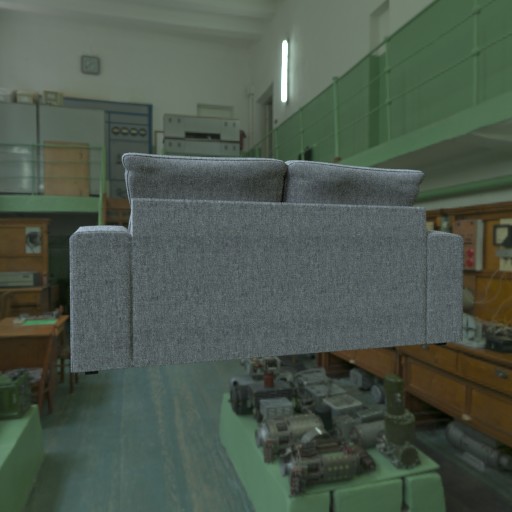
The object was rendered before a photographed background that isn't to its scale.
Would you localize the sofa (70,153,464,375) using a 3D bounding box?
[{"bbox_3d":[0.000,0.000,2.384,1.758,0.877,1.094,0,1,-18],"label":"sofa"}]
